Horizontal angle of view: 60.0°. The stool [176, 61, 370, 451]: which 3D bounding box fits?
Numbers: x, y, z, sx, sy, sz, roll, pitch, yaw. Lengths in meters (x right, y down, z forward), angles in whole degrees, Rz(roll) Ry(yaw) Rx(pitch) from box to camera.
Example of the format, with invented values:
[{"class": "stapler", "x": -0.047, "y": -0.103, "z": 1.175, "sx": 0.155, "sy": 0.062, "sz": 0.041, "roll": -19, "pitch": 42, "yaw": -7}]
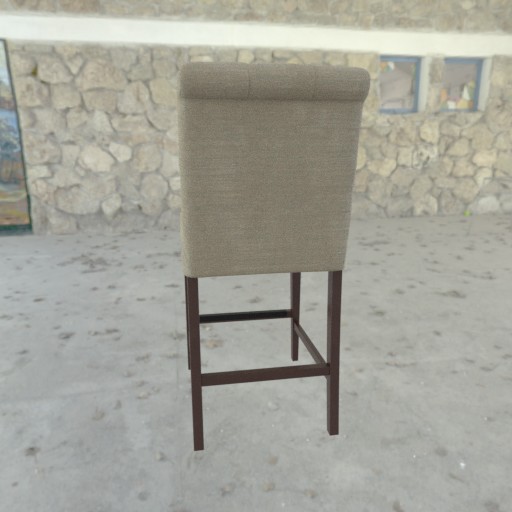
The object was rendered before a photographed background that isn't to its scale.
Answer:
[{"class": "stool", "x": 0.000, "y": 0.000, "z": 1.456, "sx": 0.486, "sy": 1.084, "sz": 0.660, "roll": -2, "pitch": 14, "yaw": -10}]
